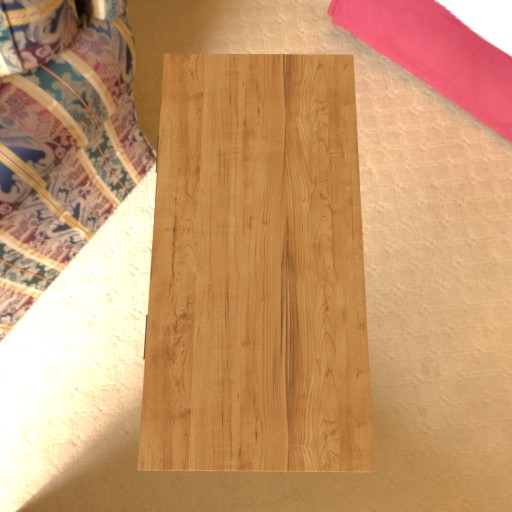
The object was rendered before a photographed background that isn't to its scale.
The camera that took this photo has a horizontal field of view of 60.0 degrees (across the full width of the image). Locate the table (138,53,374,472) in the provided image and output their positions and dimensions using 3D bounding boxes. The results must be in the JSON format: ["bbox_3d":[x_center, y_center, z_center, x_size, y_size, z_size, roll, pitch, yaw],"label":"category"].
[{"bbox_3d":[0.000,0.000,1.418,0.590,0.400,1.180,0,77,0],"label":"table"}]
